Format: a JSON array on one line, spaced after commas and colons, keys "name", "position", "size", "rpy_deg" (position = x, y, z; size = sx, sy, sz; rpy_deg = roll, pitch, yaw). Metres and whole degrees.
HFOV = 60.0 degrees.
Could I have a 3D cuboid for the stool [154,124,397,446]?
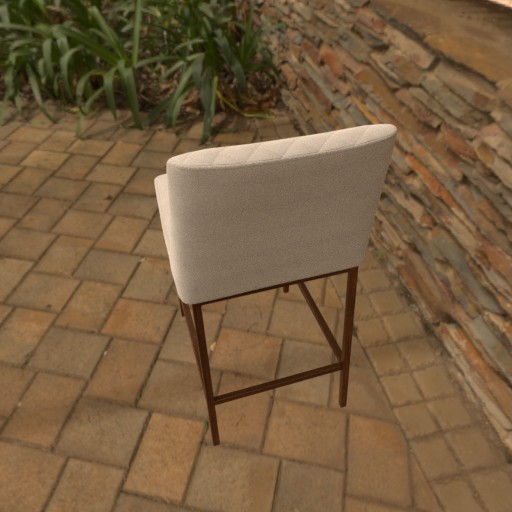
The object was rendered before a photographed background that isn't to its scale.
[{"name": "stool", "position": [0.000, 0.000, 1.308], "size": [0.507, 0.973, 0.576], "rpy_deg": [-12, 43, -13]}]
